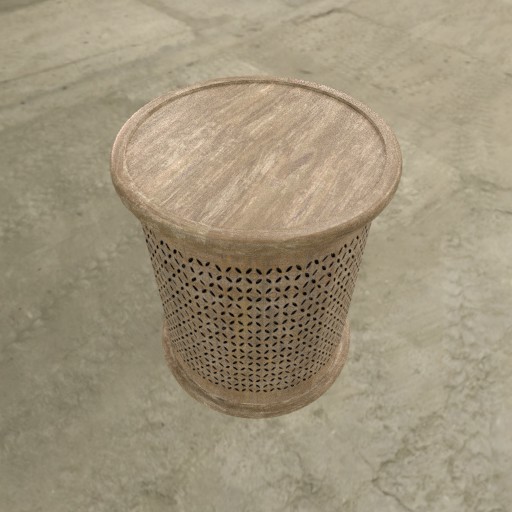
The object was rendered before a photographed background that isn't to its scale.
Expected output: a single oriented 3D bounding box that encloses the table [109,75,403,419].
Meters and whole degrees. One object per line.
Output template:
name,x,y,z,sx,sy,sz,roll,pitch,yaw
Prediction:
table,0.000,0.000,0.801,0.407,0.482,0.407,0,48,0
